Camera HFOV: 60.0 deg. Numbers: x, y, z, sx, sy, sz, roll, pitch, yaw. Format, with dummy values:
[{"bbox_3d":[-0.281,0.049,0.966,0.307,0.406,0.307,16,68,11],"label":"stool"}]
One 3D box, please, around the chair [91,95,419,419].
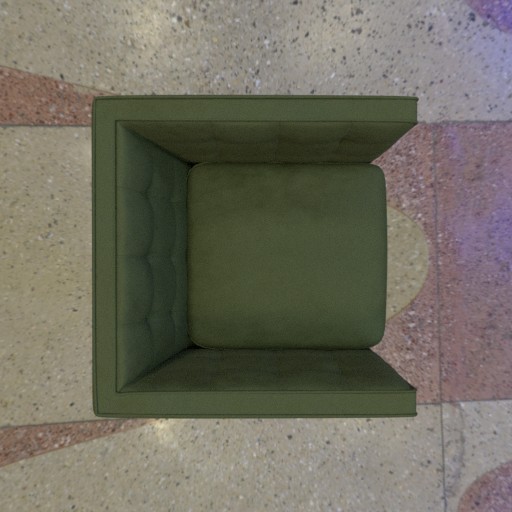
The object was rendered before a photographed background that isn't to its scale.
[{"bbox_3d":[0.000,0.000,1.547,0.894,0.790,0.880,0,90,0],"label":"chair"}]
